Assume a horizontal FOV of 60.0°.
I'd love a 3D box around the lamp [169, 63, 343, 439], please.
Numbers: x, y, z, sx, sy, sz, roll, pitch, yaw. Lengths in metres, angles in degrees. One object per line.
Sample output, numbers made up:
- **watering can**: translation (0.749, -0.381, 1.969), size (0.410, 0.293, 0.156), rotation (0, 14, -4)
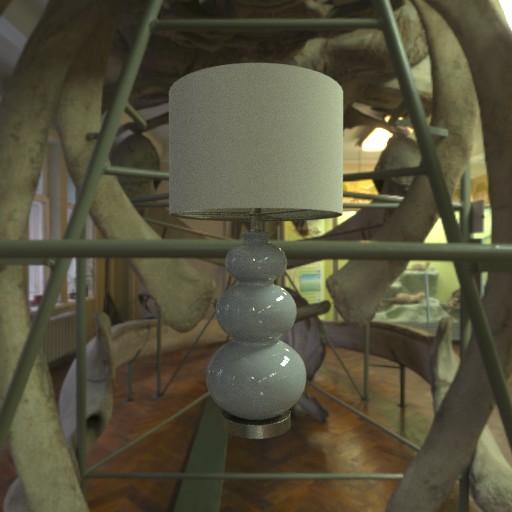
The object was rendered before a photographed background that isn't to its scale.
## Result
- **lamp**: translation (0.000, 0.000, 0.956), size (0.367, 0.730, 0.367), rotation (0, 1, 2)
